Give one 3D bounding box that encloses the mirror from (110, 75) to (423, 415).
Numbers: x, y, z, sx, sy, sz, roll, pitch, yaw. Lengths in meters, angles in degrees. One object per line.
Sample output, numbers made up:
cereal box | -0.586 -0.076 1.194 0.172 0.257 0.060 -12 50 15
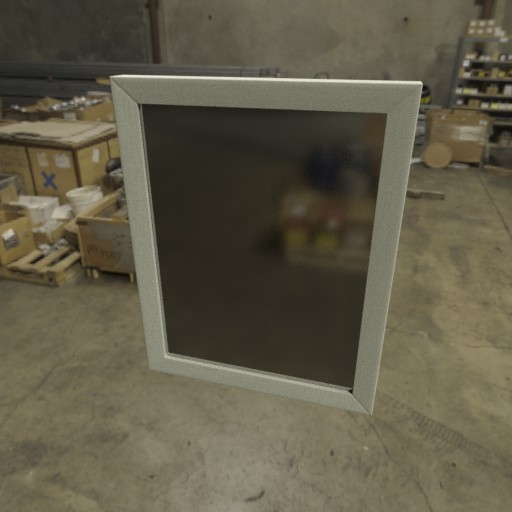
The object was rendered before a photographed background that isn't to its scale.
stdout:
mirror | 0.000 0.000 0.682 0.405 0.508 0.041 7 27 15
